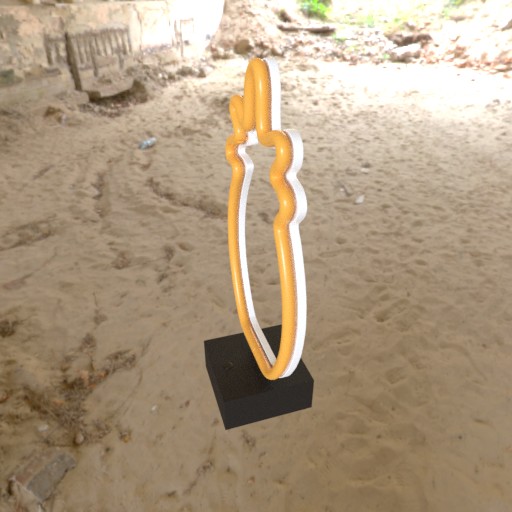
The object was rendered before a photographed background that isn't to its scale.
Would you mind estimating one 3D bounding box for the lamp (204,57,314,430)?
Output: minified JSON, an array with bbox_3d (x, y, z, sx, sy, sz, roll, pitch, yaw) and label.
[{"bbox_3d":[0.000,0.000,0.385,0.088,0.317,0.167,-9,32,-15],"label":"lamp"}]
